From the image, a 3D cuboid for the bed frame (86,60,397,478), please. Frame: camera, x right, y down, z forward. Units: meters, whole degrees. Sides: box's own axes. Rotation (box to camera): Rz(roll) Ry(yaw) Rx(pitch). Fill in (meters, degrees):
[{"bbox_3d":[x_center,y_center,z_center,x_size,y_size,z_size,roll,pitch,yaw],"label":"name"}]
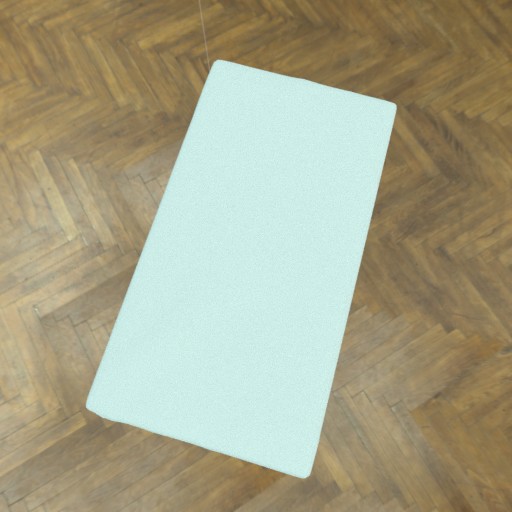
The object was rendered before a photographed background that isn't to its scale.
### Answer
[{"bbox_3d":[0.000,0.000,2.370,1.025,0.640,1.908,16,75,4],"label":"bed frame"}]
